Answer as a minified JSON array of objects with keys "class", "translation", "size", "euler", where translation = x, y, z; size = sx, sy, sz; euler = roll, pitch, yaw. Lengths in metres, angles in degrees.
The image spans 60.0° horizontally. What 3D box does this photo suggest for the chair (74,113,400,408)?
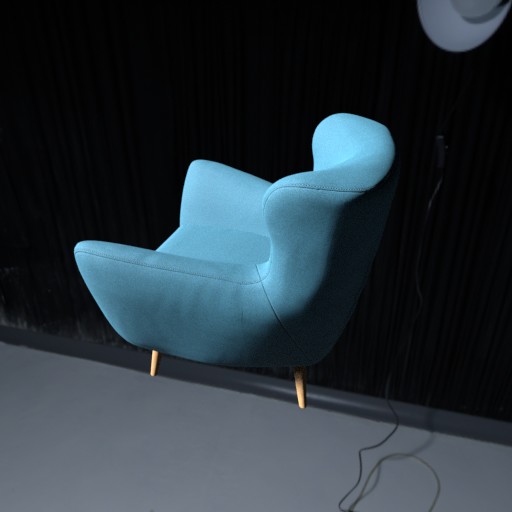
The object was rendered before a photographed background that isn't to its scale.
[{"class":"chair","translation":[0.000,0.000,1.602],"size":[0.889,0.889,0.890],"euler":[9,31,15]}]
